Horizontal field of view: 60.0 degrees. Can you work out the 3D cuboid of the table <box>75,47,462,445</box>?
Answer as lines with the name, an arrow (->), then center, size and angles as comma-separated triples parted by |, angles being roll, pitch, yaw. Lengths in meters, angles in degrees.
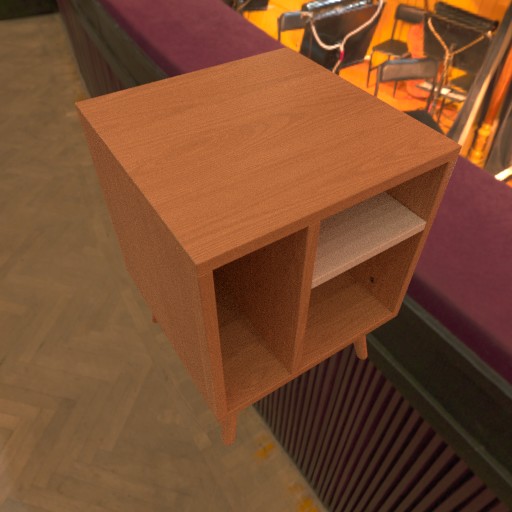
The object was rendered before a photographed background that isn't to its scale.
table -> 0.000, 0.000, 0.832 | 0.400, 0.550, 0.400 | -25, 51, -22
